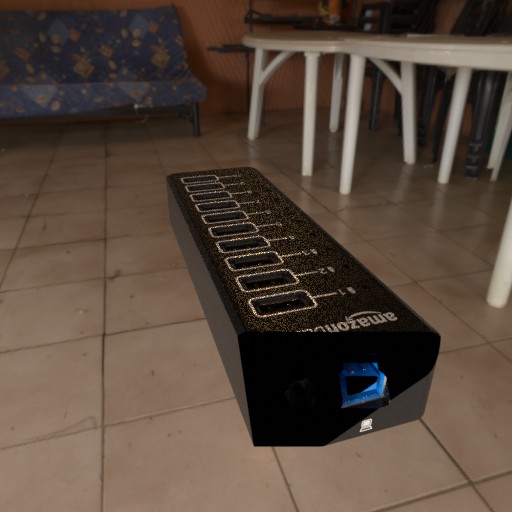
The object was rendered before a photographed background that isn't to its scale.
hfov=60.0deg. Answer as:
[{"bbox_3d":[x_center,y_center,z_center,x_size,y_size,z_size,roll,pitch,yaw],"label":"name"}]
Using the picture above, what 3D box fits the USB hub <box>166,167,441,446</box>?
[{"bbox_3d":[0.000,0.000,0.158,0.044,0.023,0.145,-8,29,-16],"label":"USB hub"}]
